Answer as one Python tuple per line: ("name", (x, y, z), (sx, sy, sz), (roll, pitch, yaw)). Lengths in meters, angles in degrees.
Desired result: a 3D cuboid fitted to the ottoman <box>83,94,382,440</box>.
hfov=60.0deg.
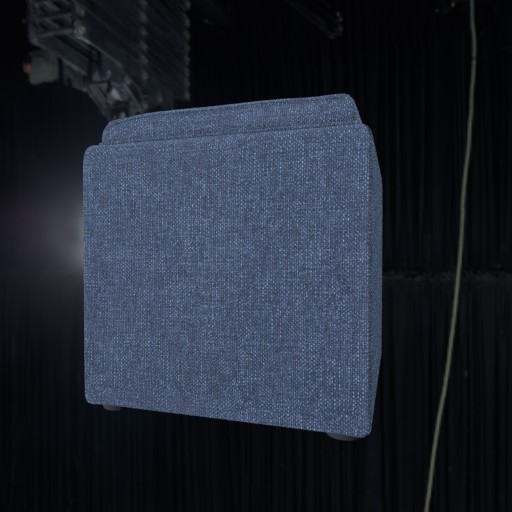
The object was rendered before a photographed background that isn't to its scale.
("ottoman", (0.000, 0.000, 0.851), (0.454, 0.493, 0.436), (0, 1, 17))
